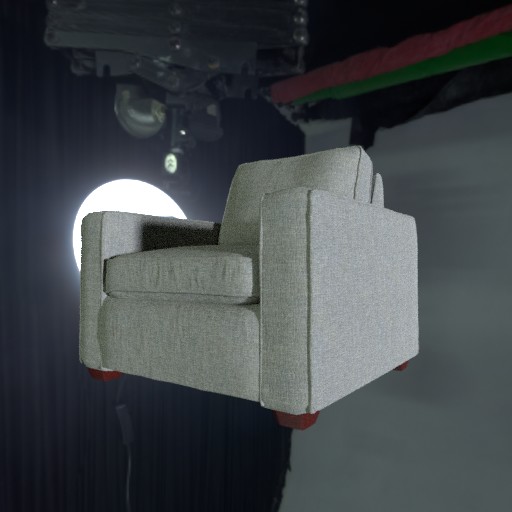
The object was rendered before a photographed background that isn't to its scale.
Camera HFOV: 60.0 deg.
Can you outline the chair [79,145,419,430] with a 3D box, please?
[{"bbox_3d":[0.000,0.000,1.738,1.016,0.914,0.940,-1,-1,36],"label":"chair"}]
